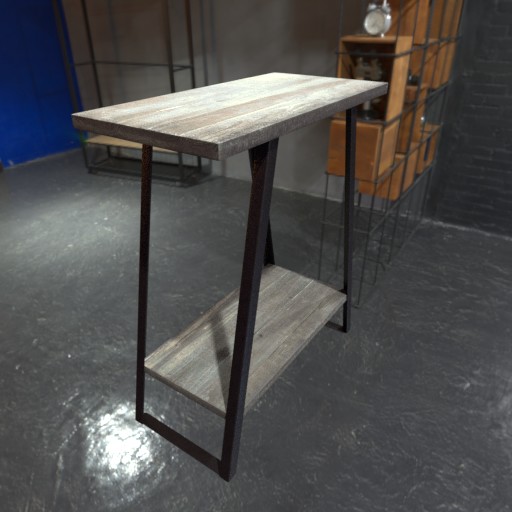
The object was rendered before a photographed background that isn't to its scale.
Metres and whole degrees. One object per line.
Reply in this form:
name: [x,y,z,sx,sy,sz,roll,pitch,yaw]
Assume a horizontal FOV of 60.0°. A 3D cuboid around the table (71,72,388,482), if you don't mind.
table: [0.000,0.000,1.016,0.300,0.701,0.599,19,35,30]
